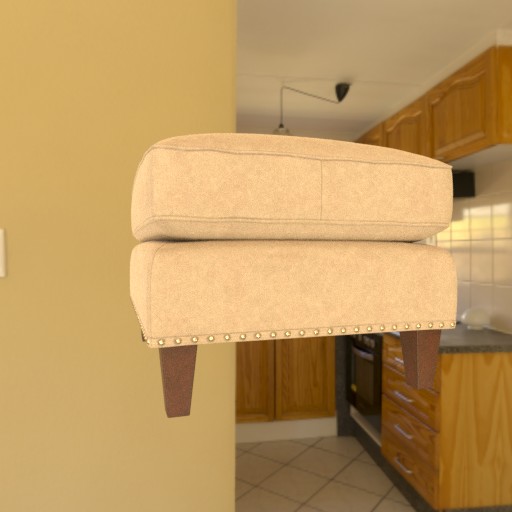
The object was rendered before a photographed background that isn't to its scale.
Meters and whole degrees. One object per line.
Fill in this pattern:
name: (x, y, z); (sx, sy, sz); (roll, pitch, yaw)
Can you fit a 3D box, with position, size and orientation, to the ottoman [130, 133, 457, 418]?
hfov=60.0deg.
ottoman: (0.000, 0.000, 1.105); (0.584, 0.513, 0.741); (0, 1, -18)
